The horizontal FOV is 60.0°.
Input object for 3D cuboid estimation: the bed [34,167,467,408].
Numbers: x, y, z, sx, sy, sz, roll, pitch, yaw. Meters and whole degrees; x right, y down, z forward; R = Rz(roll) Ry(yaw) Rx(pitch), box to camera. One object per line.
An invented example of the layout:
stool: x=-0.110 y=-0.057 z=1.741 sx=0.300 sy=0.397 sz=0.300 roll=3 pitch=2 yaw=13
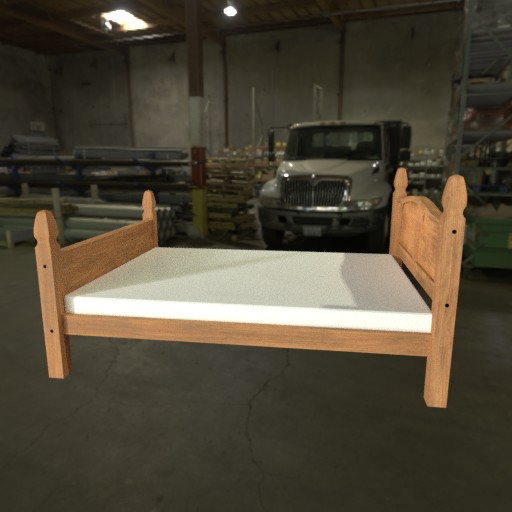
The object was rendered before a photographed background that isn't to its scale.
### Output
bed: x=0.000 y=0.000 z=2.872 sx=2.069 sy=1.100 sz=1.490 roll=2 pitch=13 yaw=8
